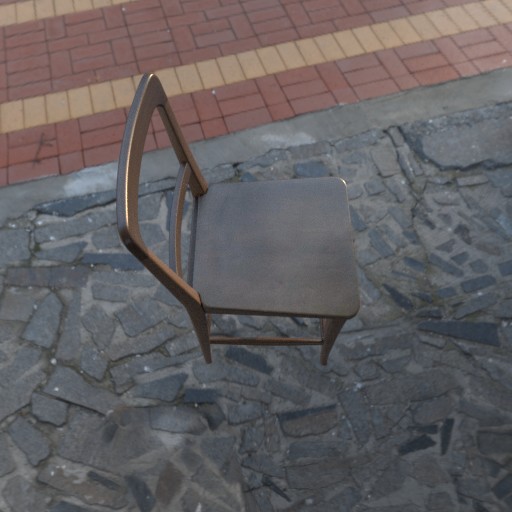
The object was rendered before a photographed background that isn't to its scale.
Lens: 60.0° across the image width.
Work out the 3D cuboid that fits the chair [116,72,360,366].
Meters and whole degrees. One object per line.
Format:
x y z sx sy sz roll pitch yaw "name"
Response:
0.000 0.000 1.325 0.546 0.991 0.450 0 63 0 "chair"
